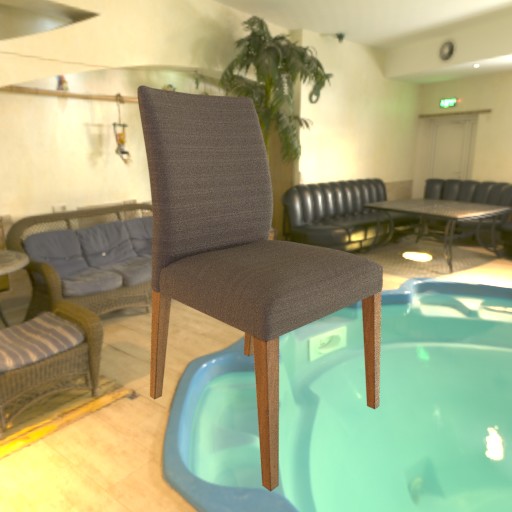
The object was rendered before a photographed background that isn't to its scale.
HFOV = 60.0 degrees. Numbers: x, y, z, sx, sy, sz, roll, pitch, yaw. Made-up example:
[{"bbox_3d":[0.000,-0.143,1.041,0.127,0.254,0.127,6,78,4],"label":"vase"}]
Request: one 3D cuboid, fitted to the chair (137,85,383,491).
[{"bbox_3d":[0.000,0.000,1.288,0.585,0.940,0.496,13,19,43],"label":"chair"}]
